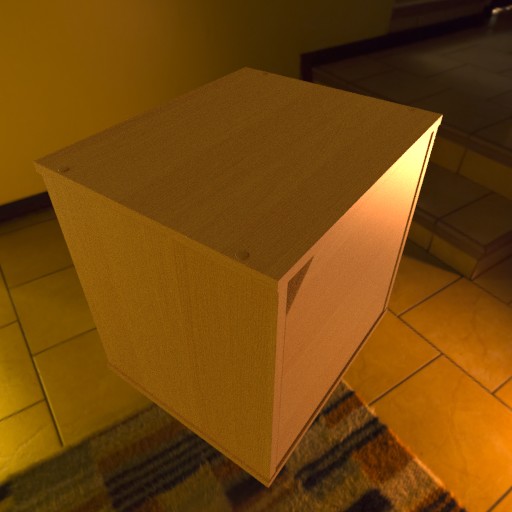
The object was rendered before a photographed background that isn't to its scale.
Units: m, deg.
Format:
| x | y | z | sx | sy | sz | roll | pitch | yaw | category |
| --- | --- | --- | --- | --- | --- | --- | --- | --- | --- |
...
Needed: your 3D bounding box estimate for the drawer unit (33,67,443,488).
| x | y | z | sx | sy | sz | roll | pitch | yaw | category |
| --- | --- | --- | --- | --- | --- | --- | --- | --- | --- |
| 0.000 | 0.000 | 0.591 | 0.290 | 0.344 | 0.349 | 25 | 47 | 26 | drawer unit |
